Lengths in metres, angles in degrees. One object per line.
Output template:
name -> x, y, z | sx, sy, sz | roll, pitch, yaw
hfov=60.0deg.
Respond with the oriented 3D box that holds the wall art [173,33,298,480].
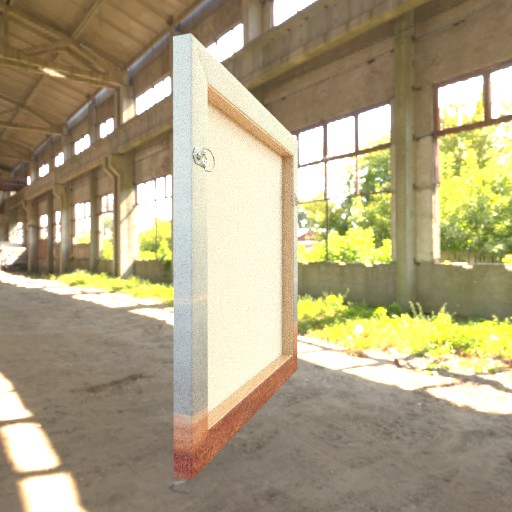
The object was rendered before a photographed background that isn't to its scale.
wall art -> 0.000, 0.000, 0.596 | 0.023, 0.405, 0.405 | 0, 1, 19
